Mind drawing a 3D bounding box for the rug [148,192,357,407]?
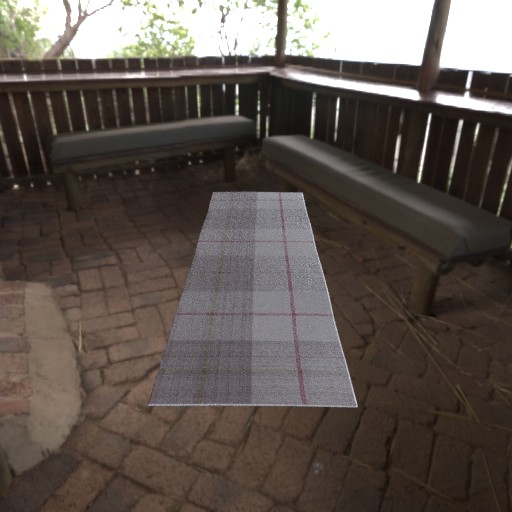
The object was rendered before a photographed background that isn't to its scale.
[{"bbox_3d":[0.000,0.000,2.701,0.762,0.013,2.439,0,26,1],"label":"rug"}]
